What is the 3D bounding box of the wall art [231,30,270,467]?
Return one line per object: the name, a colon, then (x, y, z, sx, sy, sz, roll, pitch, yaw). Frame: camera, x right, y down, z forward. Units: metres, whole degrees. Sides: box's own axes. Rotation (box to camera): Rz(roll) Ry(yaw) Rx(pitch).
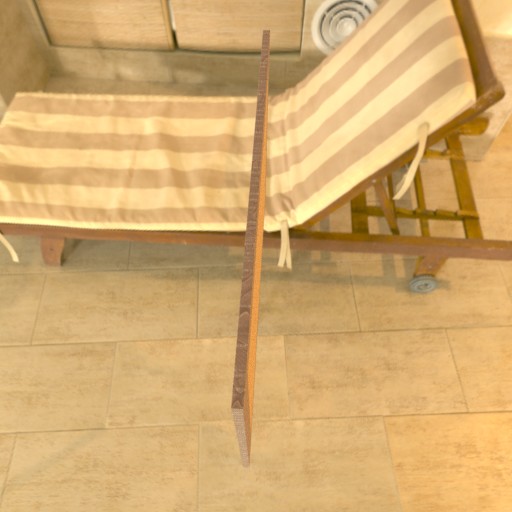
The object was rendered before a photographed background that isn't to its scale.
wall art: (0.000, 0.000, 1.314, 0.020, 0.761, 1.056, 3, 58, 2)
